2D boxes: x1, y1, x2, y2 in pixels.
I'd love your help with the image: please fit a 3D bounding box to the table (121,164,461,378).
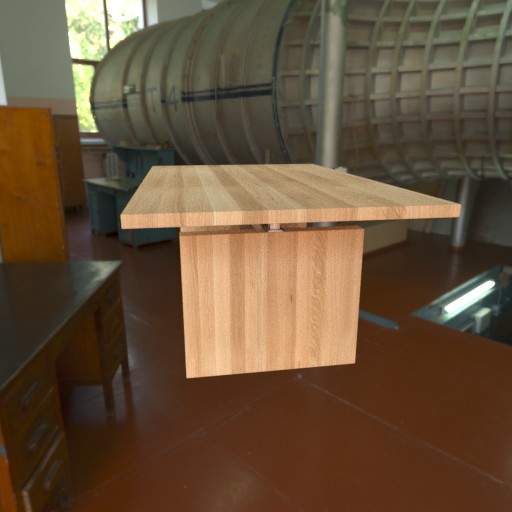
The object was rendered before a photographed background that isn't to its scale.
[{"bbox_3d":[0.000,0.000,1.477,0.700,0.510,1.100,-3,16,-9],"label":"table"}]
